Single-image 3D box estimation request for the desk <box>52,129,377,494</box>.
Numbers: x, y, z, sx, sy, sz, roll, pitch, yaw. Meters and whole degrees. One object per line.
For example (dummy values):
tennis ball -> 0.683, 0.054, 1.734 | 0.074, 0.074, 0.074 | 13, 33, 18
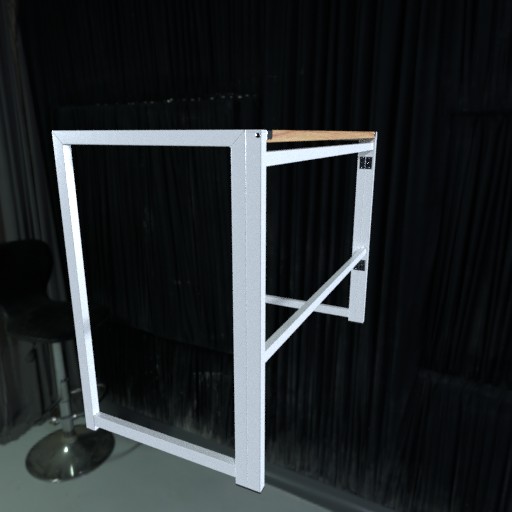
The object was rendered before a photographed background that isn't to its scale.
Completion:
desk -> 0.000, 0.000, 1.406 | 0.508, 0.762, 1.016 | 7, 17, 25
